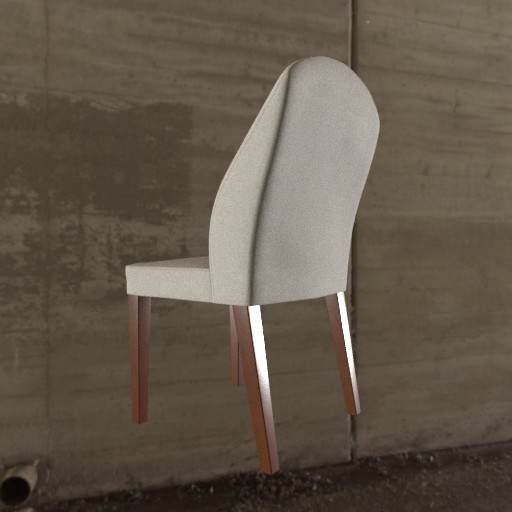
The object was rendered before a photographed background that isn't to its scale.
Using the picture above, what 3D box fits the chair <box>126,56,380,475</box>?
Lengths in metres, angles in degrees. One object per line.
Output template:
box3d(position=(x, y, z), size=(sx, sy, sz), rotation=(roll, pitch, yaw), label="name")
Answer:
box3d(position=(0.000, 0.000, 1.198), size=(0.540, 0.893, 0.472), rotation=(0, 1, 37), label="chair")
